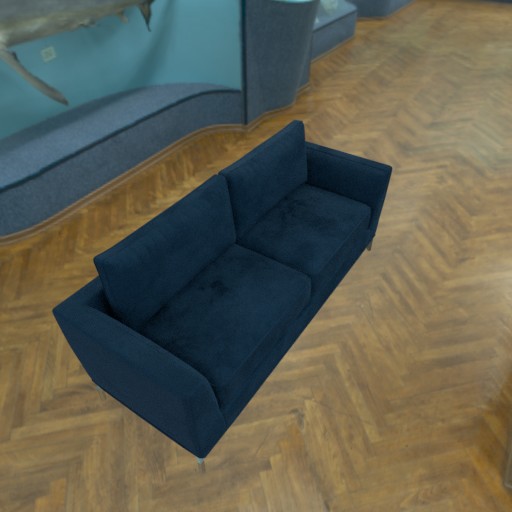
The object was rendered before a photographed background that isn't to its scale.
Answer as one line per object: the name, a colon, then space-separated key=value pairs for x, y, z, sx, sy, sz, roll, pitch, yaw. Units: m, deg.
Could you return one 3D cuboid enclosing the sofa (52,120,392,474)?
sofa: x=0.000 y=0.000 z=2.750 sx=0.853 sy=0.998 sz=2.212 roll=24 pitch=46 yaw=25
